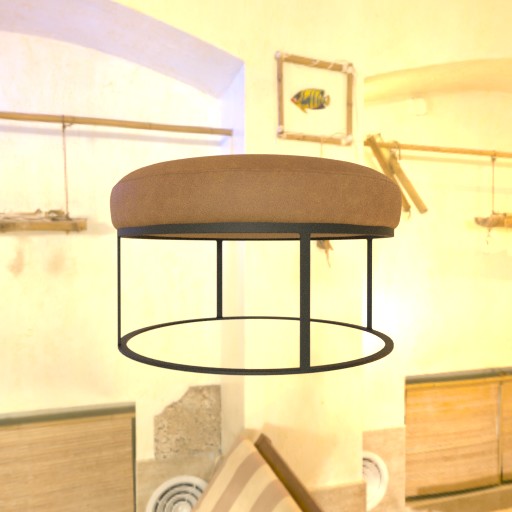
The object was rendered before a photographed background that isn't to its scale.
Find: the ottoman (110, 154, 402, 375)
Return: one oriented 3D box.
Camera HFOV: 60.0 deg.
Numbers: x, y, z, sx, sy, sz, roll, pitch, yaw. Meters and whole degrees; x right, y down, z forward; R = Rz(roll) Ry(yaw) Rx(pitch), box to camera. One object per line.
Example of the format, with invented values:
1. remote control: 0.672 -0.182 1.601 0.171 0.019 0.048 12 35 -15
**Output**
1. ottoman: 0.000 0.000 1.233 0.771 0.460 0.771 0 1 0
